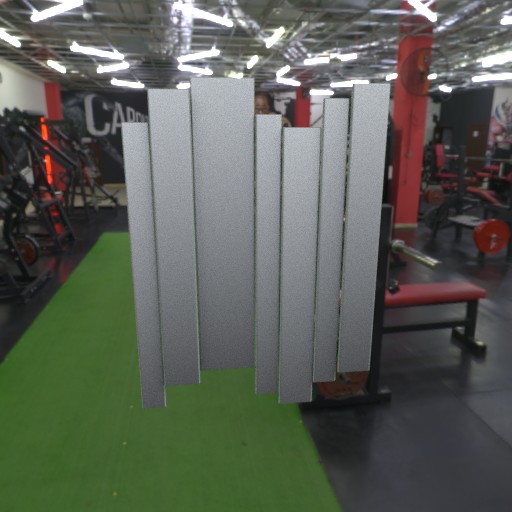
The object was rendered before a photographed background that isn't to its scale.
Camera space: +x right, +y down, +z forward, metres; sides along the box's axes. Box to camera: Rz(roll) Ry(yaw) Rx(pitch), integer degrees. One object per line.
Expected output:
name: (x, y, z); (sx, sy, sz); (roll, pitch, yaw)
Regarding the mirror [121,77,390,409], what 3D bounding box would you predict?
mirror: (0.000, 0.000, 0.815); (0.445, 0.611, 0.058); (-2, 15, -7)
